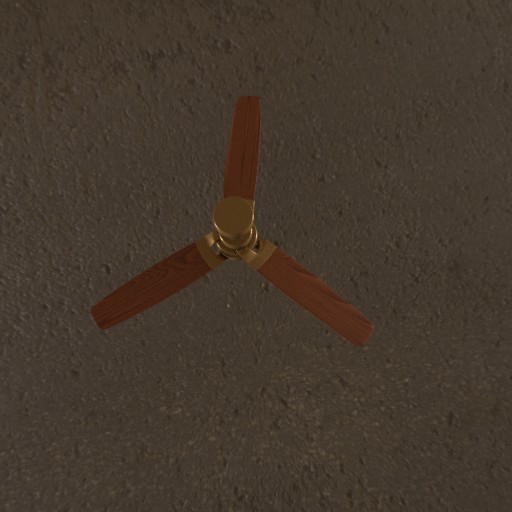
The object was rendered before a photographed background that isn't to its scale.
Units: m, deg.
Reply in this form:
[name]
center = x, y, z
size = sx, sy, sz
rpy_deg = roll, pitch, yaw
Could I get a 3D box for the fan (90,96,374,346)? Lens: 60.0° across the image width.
[fan]
center = 0.000, 0.000, 2.054
size = 1.271, 0.425, 1.416
rpy_deg = 38, 78, 9
